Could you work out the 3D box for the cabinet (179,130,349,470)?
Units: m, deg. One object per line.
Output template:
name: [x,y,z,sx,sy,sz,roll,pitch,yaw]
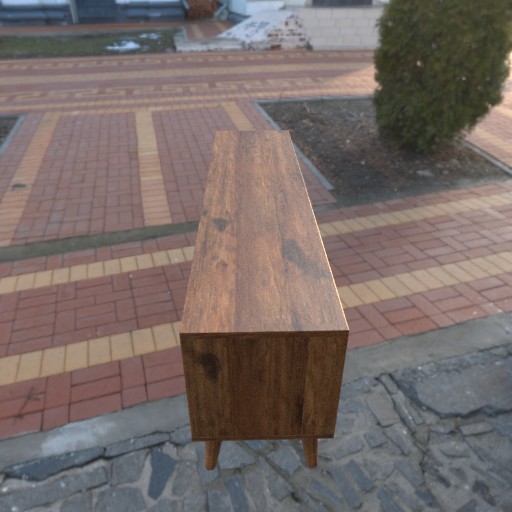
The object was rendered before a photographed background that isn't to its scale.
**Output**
cabinet: [0.000,0.000,1.661,0.349,0.528,1.448,-1,32,-1]
